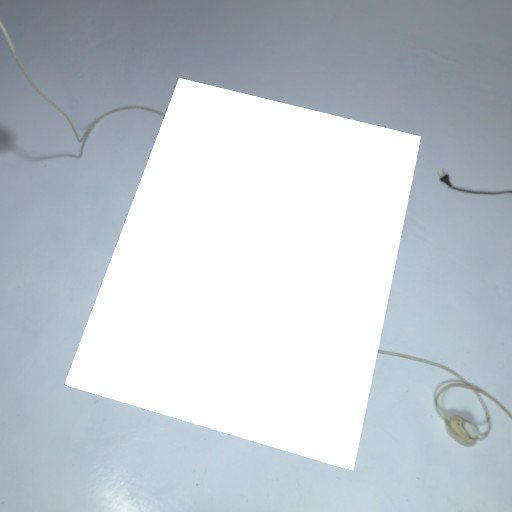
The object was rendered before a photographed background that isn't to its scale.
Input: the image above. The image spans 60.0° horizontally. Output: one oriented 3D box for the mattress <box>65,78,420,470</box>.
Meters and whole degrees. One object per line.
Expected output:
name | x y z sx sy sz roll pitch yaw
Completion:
mattress | 0.000 0.000 2.693 1.600 0.230 2.000 15 76 4
